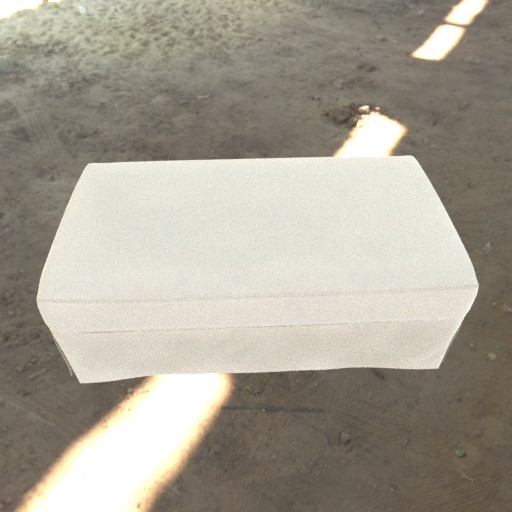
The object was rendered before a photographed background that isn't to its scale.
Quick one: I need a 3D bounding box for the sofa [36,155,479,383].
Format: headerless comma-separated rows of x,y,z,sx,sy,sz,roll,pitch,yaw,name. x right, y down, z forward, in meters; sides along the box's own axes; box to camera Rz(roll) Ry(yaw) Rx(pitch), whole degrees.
0.000,0.000,2.068,1.677,0.552,0.939,-2,46,-2,sofa
